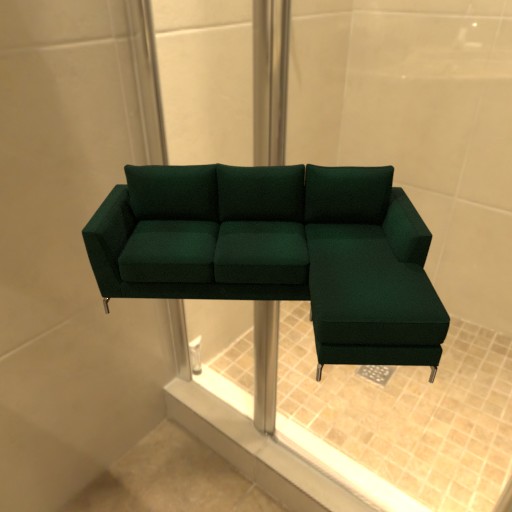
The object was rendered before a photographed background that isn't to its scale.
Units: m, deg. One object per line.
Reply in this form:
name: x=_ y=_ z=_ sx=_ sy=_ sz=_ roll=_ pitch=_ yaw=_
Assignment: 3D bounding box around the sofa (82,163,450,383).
sofa: x=0.000 y=0.000 z=3.263 sx=2.441 sy=1.007 sz=1.489 roll=1 pitch=32 yaw=1
